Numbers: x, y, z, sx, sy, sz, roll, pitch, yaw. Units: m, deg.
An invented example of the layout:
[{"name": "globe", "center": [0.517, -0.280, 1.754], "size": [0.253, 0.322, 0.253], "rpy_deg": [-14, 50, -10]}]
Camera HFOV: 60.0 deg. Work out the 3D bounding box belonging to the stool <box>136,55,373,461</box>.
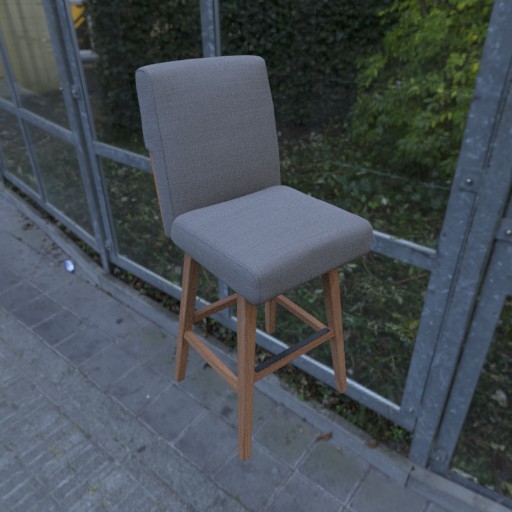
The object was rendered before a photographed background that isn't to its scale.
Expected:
[{"name": "stool", "center": [0.000, 0.000, 1.410], "size": [0.483, 1.112, 0.570], "rpy_deg": [-22, 37, -32]}]
